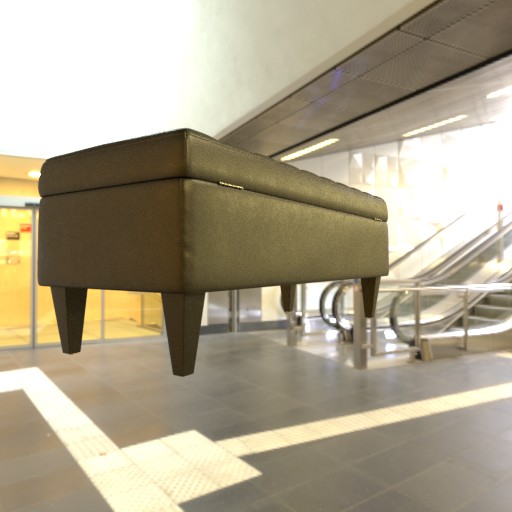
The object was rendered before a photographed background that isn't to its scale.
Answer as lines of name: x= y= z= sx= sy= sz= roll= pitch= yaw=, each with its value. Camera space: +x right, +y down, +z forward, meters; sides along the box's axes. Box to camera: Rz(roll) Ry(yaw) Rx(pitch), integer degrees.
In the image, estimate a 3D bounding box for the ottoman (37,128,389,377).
ottoman: x=0.000 y=0.000 z=1.372 sx=0.482 sy=0.469 sz=1.151 roll=0 pitch=-1 yaw=34
